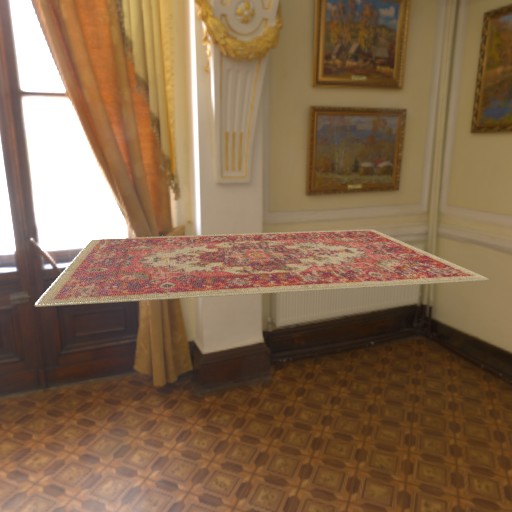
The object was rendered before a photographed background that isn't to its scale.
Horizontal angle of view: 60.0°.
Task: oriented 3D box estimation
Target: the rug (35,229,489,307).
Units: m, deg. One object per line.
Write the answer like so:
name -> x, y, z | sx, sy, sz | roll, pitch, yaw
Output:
rug -> 0.000, 0.000, 1.091 | 0.868, 0.004, 0.556 | -3, 14, -10
